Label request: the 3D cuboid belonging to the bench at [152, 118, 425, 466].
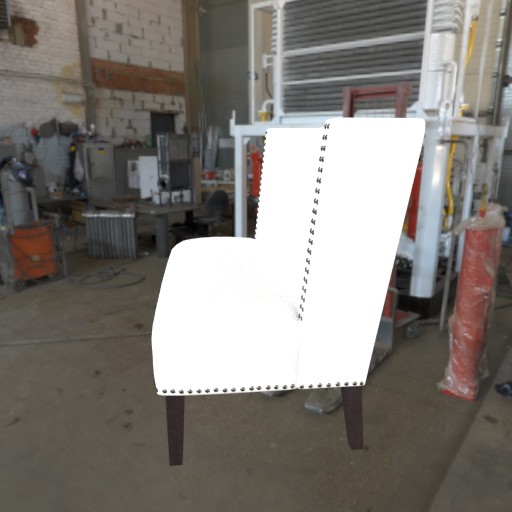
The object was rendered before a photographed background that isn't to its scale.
[{"bbox_3d":[0.000,0.000,1.977,0.847,1.123,1.280,-2,15,-7],"label":"bench"}]
